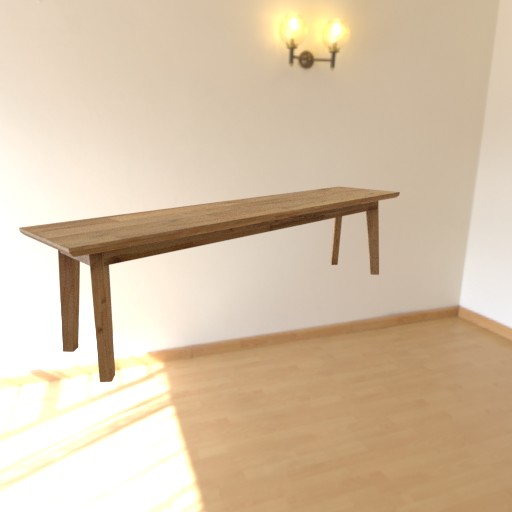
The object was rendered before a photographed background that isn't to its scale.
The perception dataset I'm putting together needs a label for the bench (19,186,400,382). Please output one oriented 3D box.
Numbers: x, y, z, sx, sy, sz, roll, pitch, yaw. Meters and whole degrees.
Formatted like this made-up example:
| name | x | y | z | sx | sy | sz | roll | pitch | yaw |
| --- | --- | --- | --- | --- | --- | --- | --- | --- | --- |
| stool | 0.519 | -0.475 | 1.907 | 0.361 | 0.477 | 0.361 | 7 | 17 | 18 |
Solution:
| name | x | y | z | sx | sy | sz | roll | pitch | yaw |
| --- | --- | --- | --- | --- | --- | --- | --- | --- | --- |
| bench | 0.000 | 0.000 | 1.877 | 1.698 | 0.431 | 0.378 | -14 | 21 | -43 |
